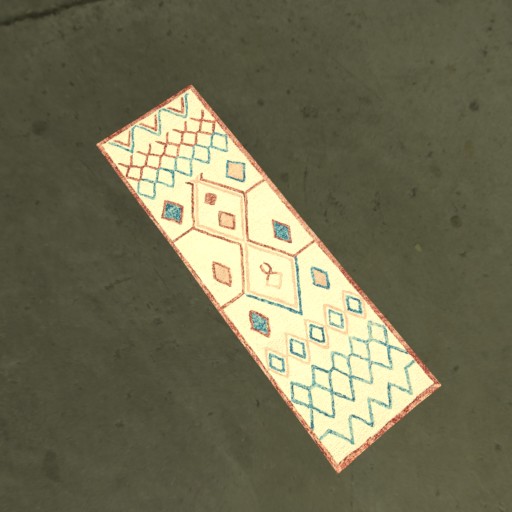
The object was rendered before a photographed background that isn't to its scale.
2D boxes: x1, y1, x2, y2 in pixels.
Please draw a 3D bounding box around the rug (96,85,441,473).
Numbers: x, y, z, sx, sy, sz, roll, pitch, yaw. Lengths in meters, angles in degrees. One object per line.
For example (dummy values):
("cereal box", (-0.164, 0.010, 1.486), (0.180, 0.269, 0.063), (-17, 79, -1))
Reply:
("rug", (0.000, 0.000, 2.665), (0.750, 0.011, 2.435), (-36, 78, -9))
